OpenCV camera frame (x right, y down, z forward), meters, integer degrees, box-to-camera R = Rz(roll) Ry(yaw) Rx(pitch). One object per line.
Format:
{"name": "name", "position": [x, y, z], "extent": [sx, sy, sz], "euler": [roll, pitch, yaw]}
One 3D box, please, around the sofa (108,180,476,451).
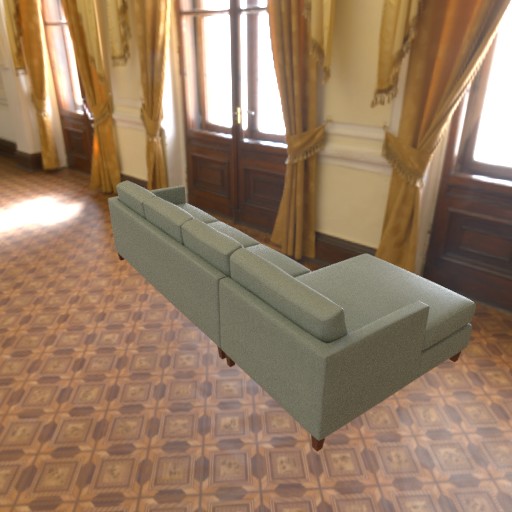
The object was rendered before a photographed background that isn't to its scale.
{"name": "sofa", "position": [0.000, 0.000, 4.140], "extent": [1.600, 0.953, 3.470], "euler": [-17, 30, -32]}
